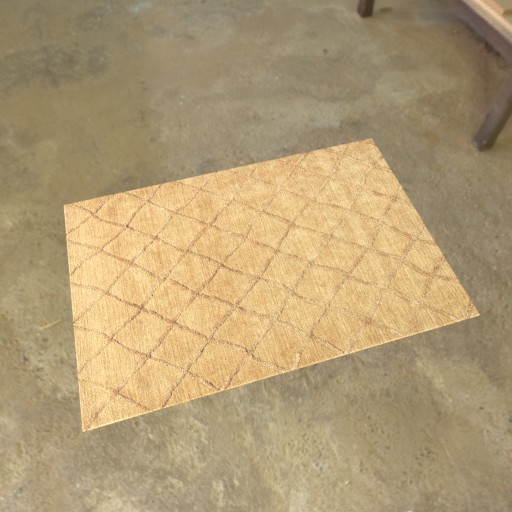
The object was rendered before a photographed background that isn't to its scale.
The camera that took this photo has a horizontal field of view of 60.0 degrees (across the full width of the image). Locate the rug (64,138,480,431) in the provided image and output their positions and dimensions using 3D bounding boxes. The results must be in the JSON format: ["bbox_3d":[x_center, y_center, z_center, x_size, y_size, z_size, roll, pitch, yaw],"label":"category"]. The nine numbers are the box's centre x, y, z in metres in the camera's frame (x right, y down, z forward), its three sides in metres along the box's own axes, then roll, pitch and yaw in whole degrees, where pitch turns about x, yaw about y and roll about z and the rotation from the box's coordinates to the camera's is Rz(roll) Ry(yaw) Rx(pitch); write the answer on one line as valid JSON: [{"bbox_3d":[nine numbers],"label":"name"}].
[{"bbox_3d":[0.000,0.000,2.820,2.292,0.014,1.528,-14,59,-9],"label":"rug"}]
